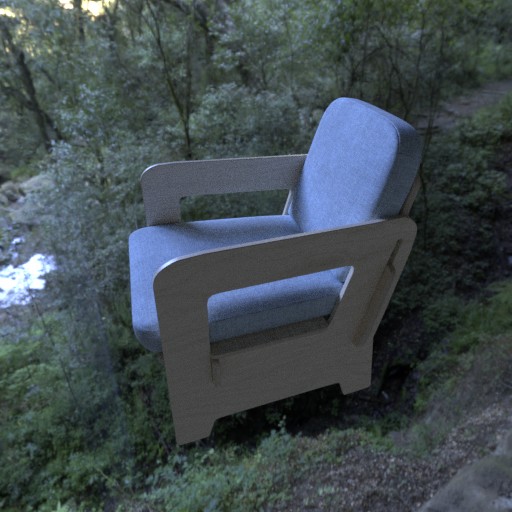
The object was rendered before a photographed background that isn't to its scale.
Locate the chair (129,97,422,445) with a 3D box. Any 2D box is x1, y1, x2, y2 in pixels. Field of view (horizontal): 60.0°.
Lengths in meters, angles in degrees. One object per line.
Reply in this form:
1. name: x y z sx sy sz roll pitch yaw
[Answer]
1. chair: 0.000 0.000 1.280 0.710 0.800 0.590 -8 33 -13
